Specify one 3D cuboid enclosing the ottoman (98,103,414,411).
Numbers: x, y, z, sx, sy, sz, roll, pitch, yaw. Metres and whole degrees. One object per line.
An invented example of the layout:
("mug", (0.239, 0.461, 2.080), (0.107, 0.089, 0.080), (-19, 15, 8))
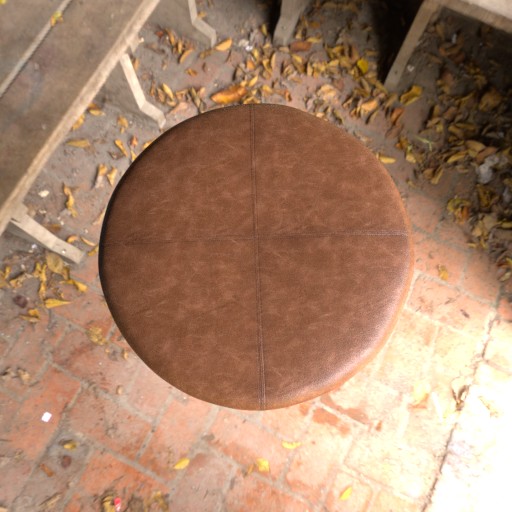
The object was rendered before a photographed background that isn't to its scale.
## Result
("ottoman", (0.000, 0.000, 1.549), (1.006, 0.445, 1.006), (0, 75, 0))
